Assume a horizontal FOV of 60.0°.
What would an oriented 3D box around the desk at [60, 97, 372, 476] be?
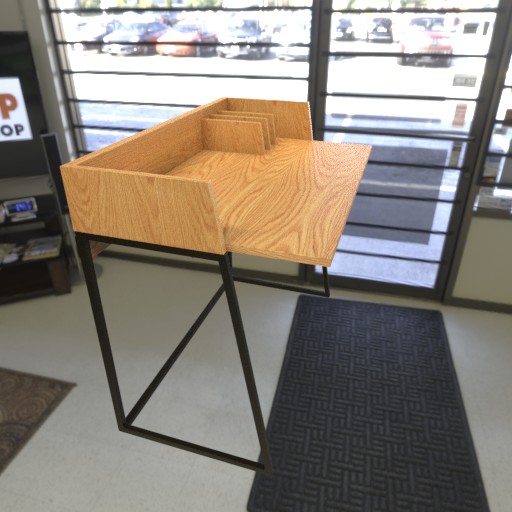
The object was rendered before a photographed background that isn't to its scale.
[{"bbox_3d":[0.000,0.000,1.868,0.769,1.061,1.191,9,30,16],"label":"desk"}]
